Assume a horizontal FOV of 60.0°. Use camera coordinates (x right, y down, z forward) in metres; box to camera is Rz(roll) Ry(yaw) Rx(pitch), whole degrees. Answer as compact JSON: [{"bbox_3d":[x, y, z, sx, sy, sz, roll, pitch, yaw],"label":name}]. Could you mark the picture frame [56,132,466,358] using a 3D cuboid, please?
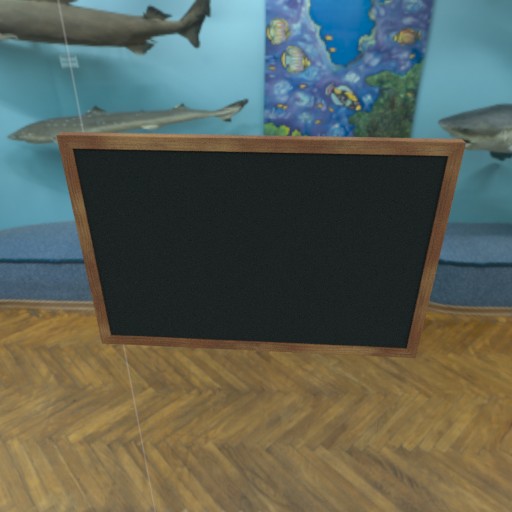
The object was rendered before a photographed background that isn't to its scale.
[{"bbox_3d":[0.000,0.000,1.196,0.950,0.640,0.029,2,29,3],"label":"picture frame"}]
